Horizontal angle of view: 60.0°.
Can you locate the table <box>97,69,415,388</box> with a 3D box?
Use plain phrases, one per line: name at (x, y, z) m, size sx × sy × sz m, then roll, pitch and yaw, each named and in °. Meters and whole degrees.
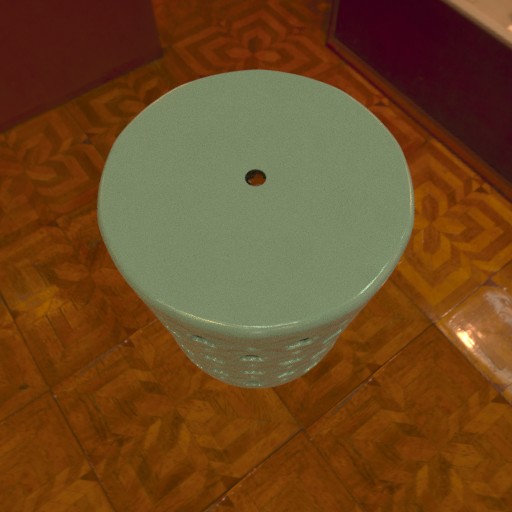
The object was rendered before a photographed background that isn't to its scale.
table at (0.000, 0.000, 0.656) m, size 0.352 × 0.387 × 0.352 m, roll 0°, pitch 64°, yaw 0°
